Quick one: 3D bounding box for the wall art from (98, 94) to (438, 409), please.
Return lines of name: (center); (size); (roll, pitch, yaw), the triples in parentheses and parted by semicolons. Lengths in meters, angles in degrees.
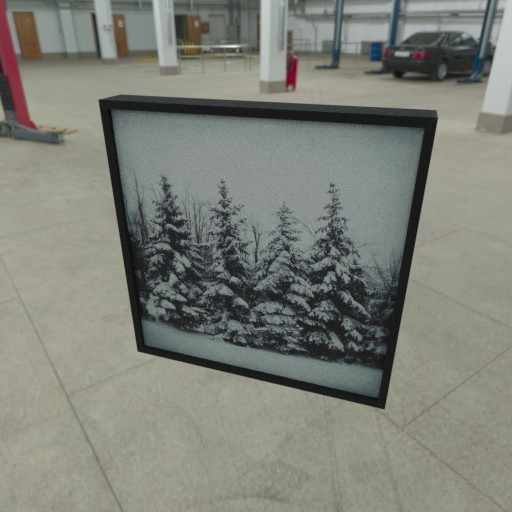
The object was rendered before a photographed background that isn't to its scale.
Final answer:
wall art: (0.000, 0.000, 0.466); (0.305, 0.305, 0.037); (9, 29, 16)
